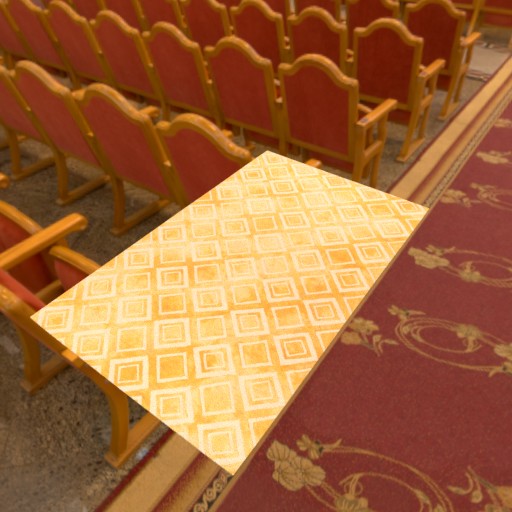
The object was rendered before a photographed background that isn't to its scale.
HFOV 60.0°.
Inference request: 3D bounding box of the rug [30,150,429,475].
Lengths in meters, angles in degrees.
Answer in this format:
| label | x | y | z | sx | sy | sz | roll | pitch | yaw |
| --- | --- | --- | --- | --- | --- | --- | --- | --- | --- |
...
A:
| label | x | y | z | sx | sy | sz | roll | pitch | yaw |
| --- | --- | --- | --- | --- | --- | --- | --- | --- | --- |
| rug | 0.000 | 0.000 | 2.976 | 1.511 | 0.010 | 2.424 | 26 | 48 | 26 |
